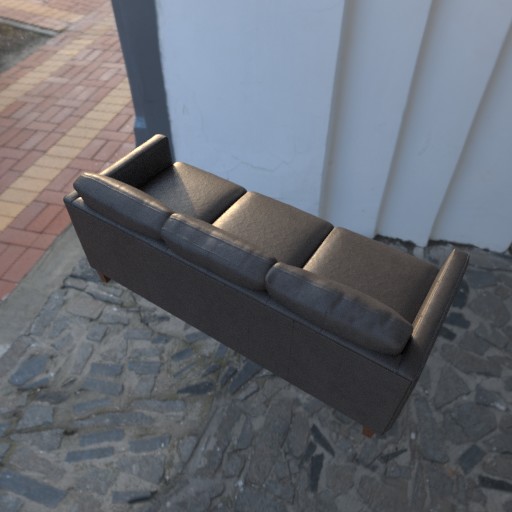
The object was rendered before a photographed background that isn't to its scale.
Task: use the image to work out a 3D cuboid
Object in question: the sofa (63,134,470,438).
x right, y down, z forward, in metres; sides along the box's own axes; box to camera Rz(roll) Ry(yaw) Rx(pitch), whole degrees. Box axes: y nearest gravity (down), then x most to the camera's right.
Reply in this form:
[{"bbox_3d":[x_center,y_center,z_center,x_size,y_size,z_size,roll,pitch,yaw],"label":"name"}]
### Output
[{"bbox_3d":[0.000,0.000,3.031,2.464,1.006,1.045,25,52,22],"label":"sofa"}]
